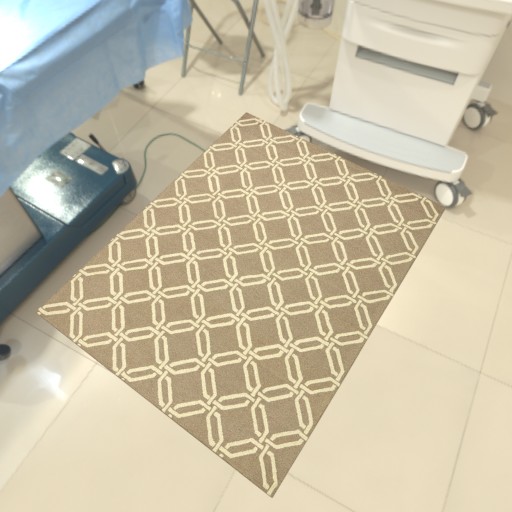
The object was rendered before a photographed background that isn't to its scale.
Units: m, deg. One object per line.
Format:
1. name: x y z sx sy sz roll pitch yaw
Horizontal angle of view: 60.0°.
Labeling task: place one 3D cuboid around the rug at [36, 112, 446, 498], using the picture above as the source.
1. rug: 0.000 0.000 3.828 2.288 0.018 2.895 31 63 18
